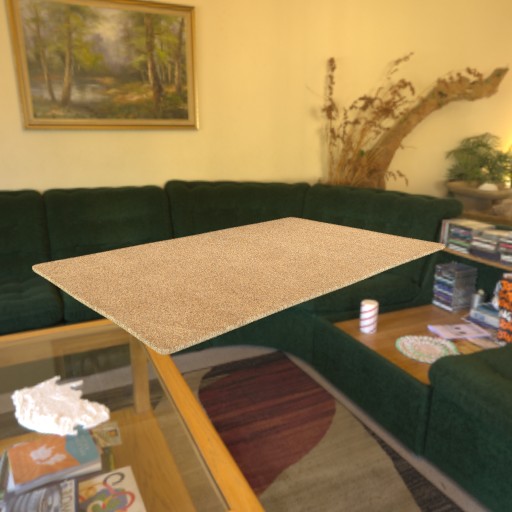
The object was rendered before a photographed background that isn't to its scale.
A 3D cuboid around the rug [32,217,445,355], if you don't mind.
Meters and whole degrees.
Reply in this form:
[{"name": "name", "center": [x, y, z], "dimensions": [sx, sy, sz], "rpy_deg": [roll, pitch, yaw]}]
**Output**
[{"name": "rug", "center": [0.000, 0.000, 2.931], "dimensions": [2.349, 0.025, 1.500], "rpy_deg": [-14, 21, -41]}]
